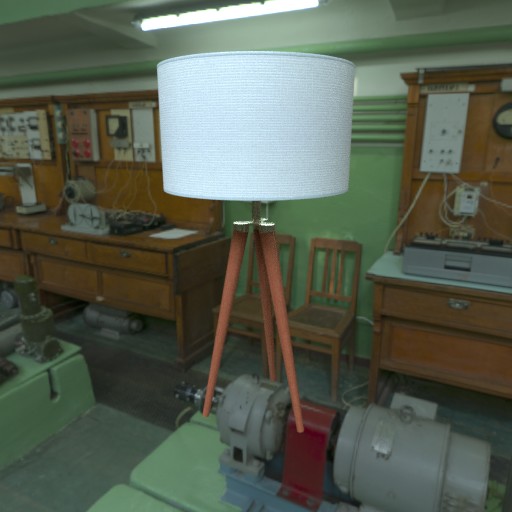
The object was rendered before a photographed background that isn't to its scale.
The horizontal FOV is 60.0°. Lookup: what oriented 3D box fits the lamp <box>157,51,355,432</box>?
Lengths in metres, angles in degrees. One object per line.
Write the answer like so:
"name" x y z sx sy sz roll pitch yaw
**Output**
"lamp" 0.000 0.000 0.903 0.355 0.709 0.354 7 17 25
